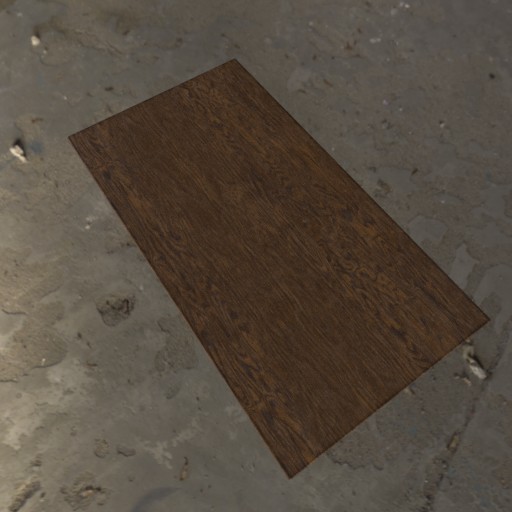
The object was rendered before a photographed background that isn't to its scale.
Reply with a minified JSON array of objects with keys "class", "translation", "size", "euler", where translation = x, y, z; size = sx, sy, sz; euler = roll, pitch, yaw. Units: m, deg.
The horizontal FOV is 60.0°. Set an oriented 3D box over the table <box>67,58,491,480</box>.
[{"class":"table","translation":[0.000,0.000,2.483],"size":[1.078,0.795,1.989],"euler":[-32,67,-15]}]
